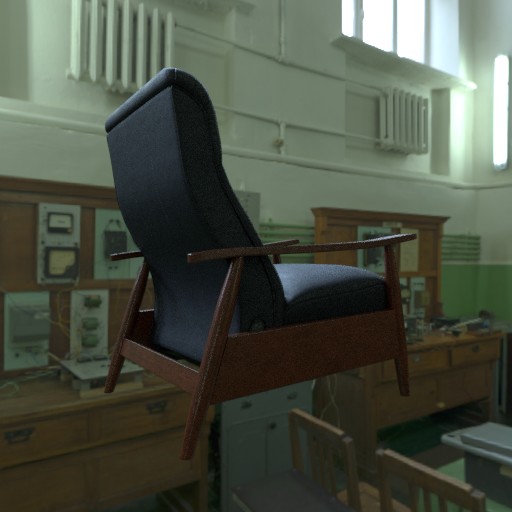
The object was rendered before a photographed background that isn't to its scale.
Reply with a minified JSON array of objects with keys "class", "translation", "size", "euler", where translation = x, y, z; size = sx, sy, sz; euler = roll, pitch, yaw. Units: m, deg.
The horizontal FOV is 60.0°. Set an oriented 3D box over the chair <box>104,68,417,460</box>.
[{"class":"chair","translation":[0.000,0.000,1.747],"size":[1.014,1.082,0.762],"euler":[0,0,-35]}]
